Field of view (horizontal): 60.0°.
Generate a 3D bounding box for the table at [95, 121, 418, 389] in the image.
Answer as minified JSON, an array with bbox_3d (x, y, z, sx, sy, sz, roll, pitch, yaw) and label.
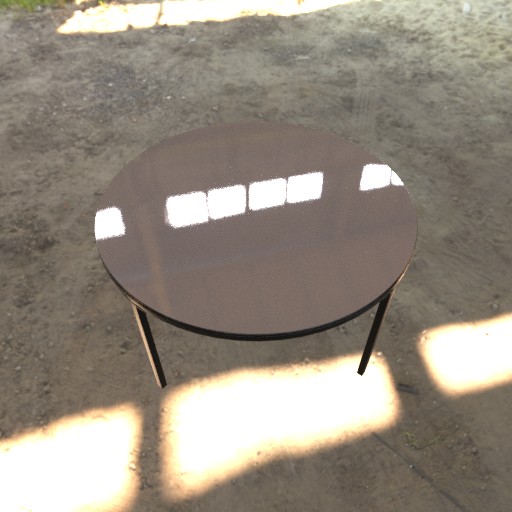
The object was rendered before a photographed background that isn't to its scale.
[{"bbox_3d":[0.000,0.000,1.272,0.800,0.400,0.800,0,46,0],"label":"table"}]
